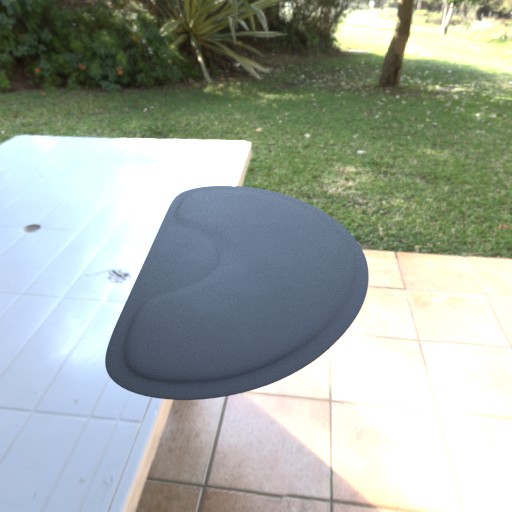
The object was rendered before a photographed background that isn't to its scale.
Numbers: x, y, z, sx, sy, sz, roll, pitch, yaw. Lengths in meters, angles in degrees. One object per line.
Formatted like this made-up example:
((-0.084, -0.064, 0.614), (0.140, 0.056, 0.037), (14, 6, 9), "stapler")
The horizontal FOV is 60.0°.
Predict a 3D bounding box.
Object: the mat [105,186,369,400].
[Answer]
((0.000, 0.000, 1.855), (0.913, 0.013, 1.524), (1, 31, 1), "mat")
